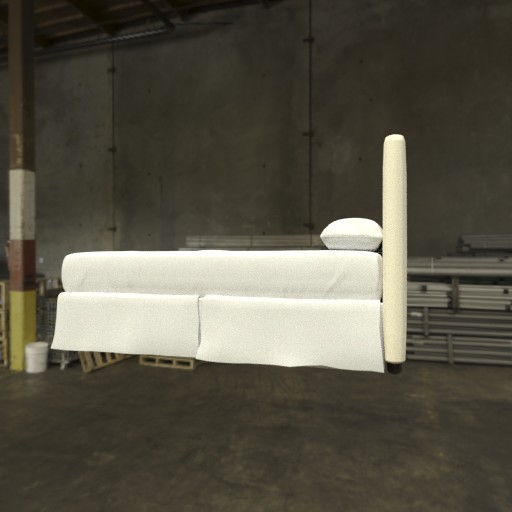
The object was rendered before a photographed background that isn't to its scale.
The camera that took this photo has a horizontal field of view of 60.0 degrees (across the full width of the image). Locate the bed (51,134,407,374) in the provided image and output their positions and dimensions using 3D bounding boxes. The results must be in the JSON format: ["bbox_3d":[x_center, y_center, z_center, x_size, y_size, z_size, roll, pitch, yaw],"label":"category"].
[{"bbox_3d":[0.000,0.000,3.669,2.341,1.317,2.119,0,0,18],"label":"bed"}]
